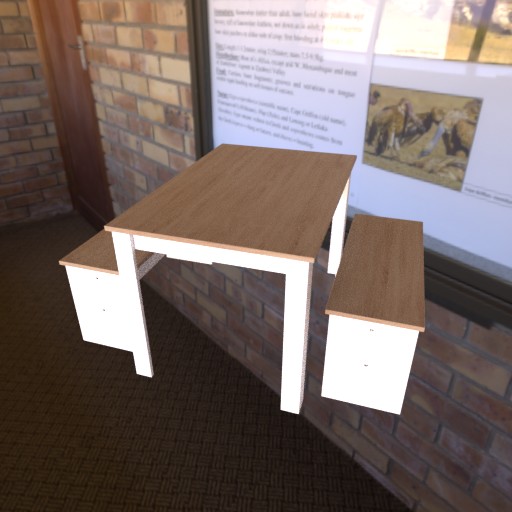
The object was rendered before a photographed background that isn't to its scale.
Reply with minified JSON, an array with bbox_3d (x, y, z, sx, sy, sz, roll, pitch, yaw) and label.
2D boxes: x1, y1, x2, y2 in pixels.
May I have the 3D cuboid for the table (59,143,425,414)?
[{"bbox_3d":[0.000,0.000,2.048,1.443,0.700,1.100,9,31,15],"label":"table"}]
